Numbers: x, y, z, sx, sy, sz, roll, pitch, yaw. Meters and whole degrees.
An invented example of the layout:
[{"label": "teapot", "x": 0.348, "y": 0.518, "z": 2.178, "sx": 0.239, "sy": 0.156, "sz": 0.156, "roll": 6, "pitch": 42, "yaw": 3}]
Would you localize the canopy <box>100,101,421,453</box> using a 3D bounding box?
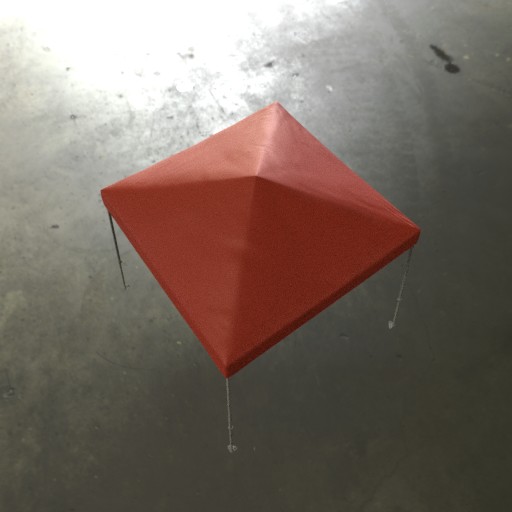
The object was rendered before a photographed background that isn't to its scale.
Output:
[{"label": "canopy", "x": 0.000, "y": 0.000, "z": 5.297, "sx": 2.849, "sy": 2.850, "sz": 2.850, "roll": -32, "pitch": 64, "yaw": -18}]
